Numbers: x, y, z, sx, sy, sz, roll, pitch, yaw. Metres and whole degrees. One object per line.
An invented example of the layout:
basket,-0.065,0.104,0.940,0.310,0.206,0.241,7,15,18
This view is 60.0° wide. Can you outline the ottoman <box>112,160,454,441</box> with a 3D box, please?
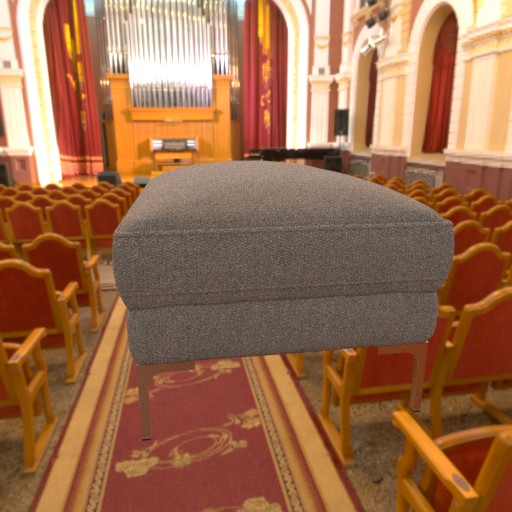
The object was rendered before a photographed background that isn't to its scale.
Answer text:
ottoman,0.000,0.000,1.131,0.583,0.464,0.785,-2,15,-9
